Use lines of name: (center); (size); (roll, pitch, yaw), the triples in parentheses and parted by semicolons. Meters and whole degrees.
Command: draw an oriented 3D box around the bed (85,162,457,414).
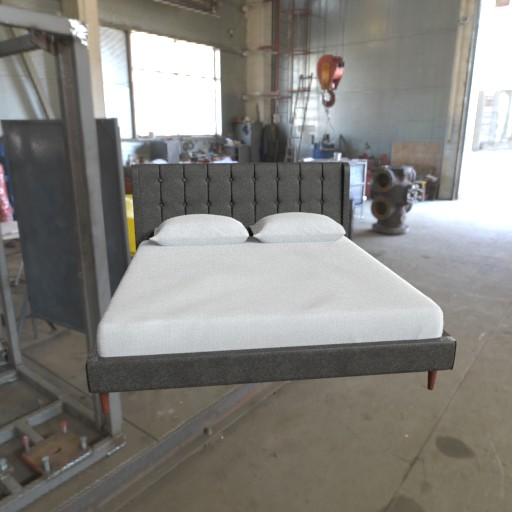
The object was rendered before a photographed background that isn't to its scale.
bed: (0.000, 0.000, 3.129); (1.903, 1.158, 2.031); (-2, 16, -7)
